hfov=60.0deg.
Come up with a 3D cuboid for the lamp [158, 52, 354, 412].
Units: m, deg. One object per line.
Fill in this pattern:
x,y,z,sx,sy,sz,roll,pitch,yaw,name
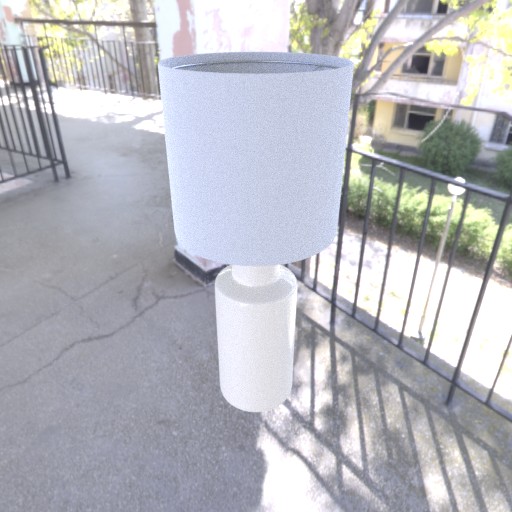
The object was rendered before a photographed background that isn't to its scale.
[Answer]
0.000,0.000,0.608,0.212,0.493,0.212,-21,36,-33,lamp
